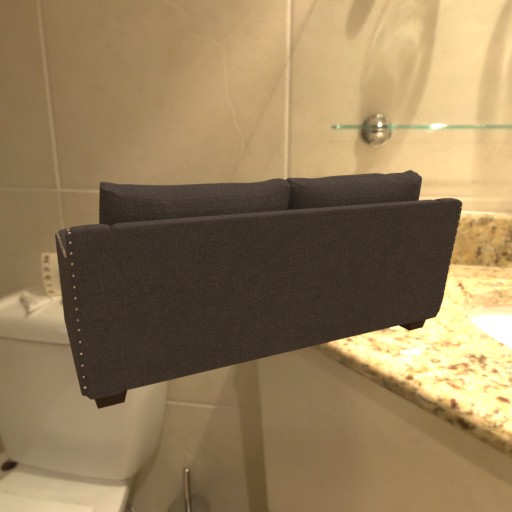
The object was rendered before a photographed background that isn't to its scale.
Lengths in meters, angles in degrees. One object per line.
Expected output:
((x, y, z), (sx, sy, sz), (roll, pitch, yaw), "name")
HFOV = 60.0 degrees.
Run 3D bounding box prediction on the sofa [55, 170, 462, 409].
((0.000, 0.000, 3.181), (2.550, 1.196, 1.336), (-7, 16, -26), "sofa")
